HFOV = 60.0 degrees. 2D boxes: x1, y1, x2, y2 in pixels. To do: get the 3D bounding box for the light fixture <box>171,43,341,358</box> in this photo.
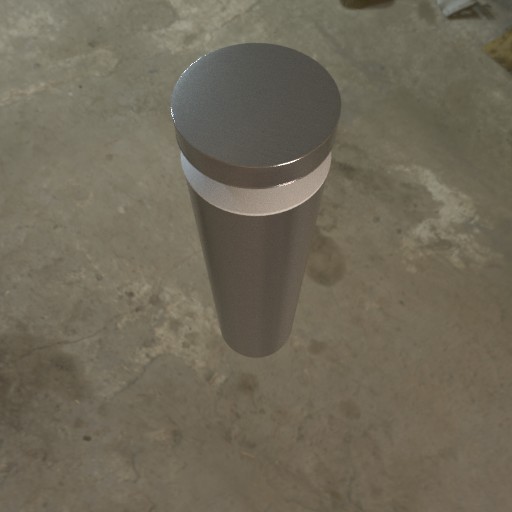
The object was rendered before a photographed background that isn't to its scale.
[{"bbox_3d":[0.000,0.000,0.437,0.102,0.400,0.102,16,64,8],"label":"light fixture"}]
